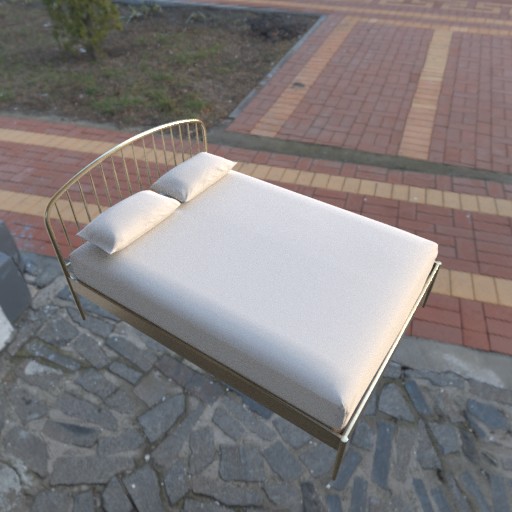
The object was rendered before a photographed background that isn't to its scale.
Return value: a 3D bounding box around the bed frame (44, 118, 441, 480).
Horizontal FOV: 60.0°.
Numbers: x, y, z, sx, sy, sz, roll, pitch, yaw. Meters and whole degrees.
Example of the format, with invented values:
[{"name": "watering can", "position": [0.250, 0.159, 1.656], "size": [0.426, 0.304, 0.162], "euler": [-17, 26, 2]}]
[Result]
[{"name": "bed frame", "position": [0.000, 0.000, 3.063], "size": [2.152, 1.175, 1.612], "euler": [24, 46, 25]}]
